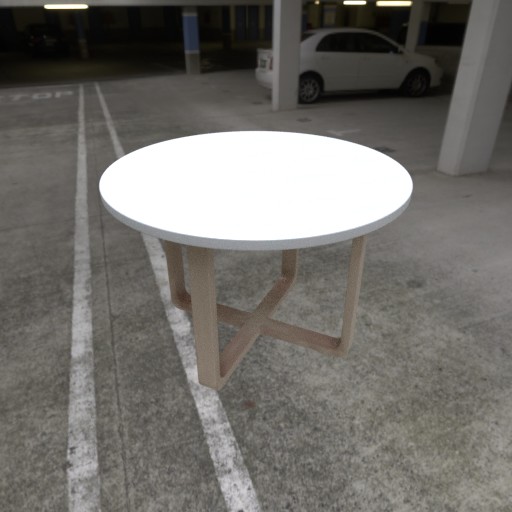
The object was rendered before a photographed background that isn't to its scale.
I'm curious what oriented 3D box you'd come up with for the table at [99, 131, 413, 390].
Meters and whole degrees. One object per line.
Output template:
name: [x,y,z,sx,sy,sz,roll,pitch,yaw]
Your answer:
table: [0.000,0.000,0.986,0.600,0.400,0.600,0,30,0]
